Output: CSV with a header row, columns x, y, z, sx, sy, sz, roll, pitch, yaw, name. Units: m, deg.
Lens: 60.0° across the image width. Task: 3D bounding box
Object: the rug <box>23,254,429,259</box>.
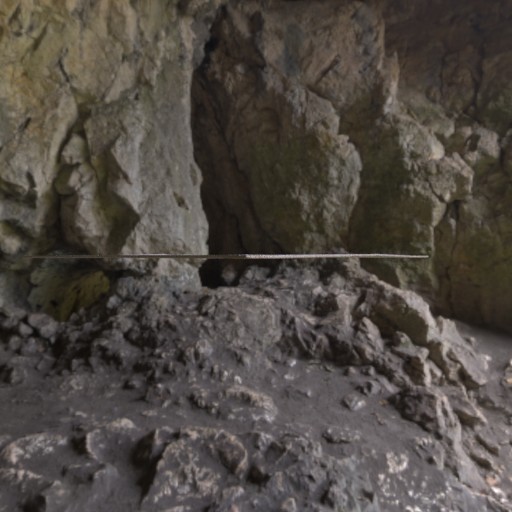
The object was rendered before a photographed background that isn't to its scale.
x,y,z,sx,sy,sz,roll,pitch,yaw,name
0.000,0.000,2.941,1.596,0.030,2.283,0,0,37,rug
